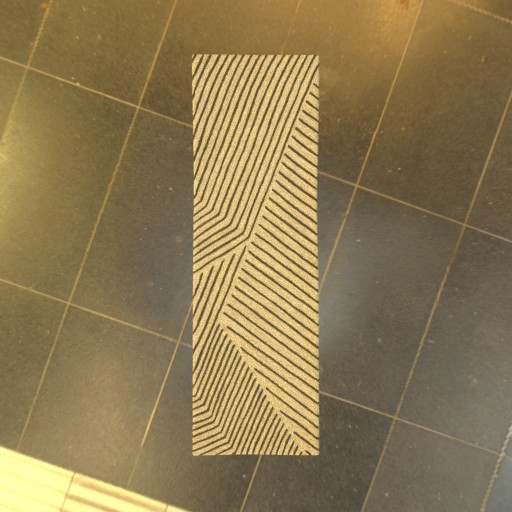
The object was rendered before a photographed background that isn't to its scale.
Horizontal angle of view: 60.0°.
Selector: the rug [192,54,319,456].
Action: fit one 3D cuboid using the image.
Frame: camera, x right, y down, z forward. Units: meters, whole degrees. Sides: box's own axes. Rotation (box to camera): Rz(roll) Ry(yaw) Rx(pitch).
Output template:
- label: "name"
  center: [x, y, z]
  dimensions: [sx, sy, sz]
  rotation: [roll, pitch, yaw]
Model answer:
- label: "rug"
  center: [0.000, 0.000, 2.696]
  dimensions: [0.773, 0.020, 2.439]
  rotation: [0, 91, -1]
